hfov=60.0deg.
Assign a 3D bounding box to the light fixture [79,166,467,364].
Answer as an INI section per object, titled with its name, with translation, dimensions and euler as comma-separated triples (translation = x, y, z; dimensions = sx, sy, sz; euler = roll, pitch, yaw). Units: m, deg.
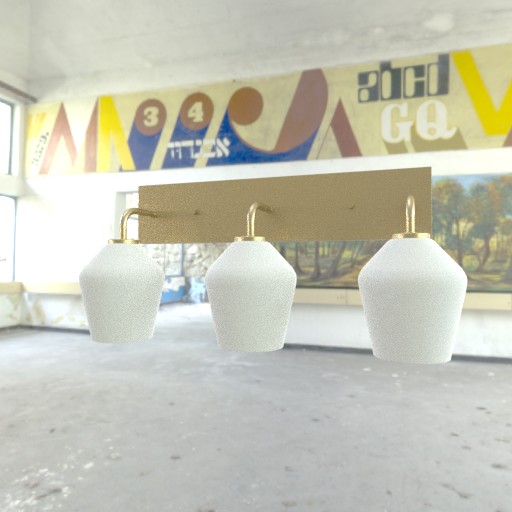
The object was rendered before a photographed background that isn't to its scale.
[light fixture]
translation = 0.000, 0.000, 0.711
dimensions = 0.609, 0.280, 0.190
euler = 0, -1, 19
